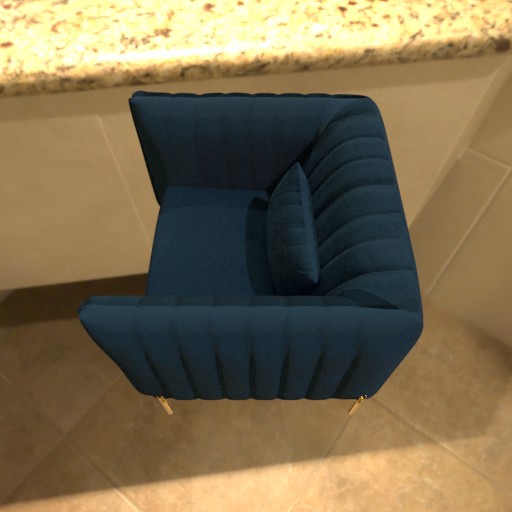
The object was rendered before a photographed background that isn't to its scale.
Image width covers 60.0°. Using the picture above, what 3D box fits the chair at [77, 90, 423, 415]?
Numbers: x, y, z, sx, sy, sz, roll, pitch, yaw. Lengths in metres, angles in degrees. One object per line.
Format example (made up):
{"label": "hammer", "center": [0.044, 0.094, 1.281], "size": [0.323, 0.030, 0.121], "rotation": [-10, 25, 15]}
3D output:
{"label": "chair", "center": [0.000, 0.000, 1.595], "size": [0.877, 0.793, 0.947], "rotation": [0, 57, 0]}
